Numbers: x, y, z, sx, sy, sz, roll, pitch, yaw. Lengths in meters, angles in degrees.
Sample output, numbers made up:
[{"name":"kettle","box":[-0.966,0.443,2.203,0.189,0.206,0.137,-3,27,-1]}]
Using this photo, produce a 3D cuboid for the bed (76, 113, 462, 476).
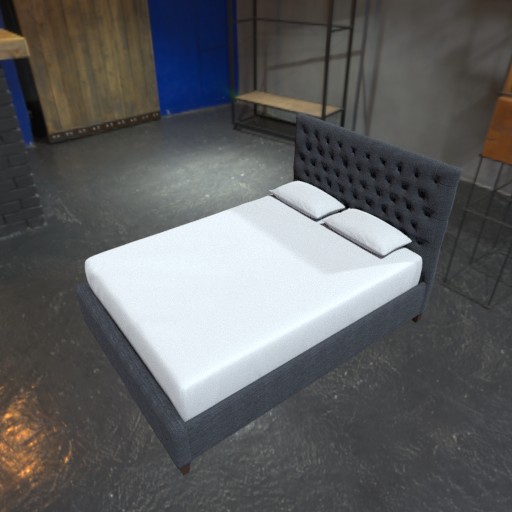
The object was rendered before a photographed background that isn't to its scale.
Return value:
[{"name":"bed","box":[0.000,0.000,3.425,2.387,1.427,1.698,-23,40,-30]}]
